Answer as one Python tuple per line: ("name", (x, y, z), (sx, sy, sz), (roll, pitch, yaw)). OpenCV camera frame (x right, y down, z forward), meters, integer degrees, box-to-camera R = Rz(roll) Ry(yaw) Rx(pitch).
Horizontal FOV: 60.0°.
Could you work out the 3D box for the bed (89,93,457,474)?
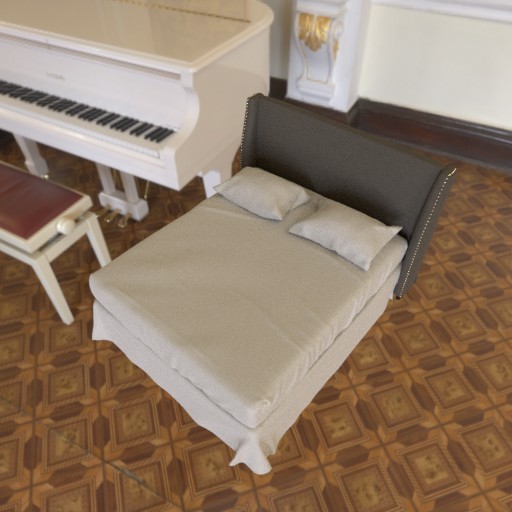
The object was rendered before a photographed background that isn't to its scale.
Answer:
("bed", (0.000, 0.000, 3.456), (1.925, 1.332, 2.276), (31, 53, 27))
